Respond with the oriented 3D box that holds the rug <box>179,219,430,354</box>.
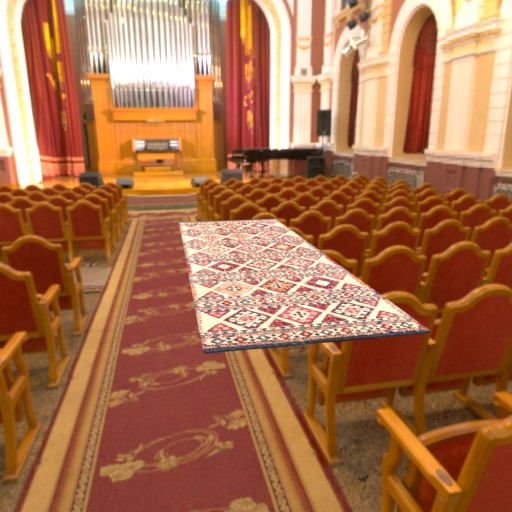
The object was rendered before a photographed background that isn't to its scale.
[{"bbox_3d":[0.000,0.000,2.651,0.832,0.008,2.362,-3,15,-11],"label":"rug"}]
